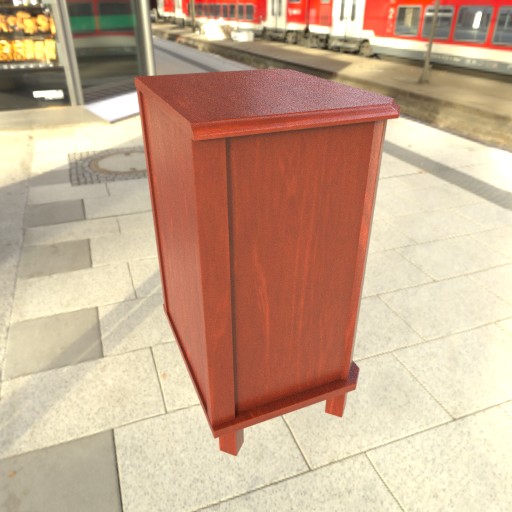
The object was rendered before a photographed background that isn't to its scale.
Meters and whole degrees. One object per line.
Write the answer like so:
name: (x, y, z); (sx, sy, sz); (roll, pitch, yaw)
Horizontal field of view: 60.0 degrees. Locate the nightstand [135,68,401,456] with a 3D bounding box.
nightstand: (0.000, 0.000, 0.944); (0.351, 0.681, 0.435); (-12, 32, -20)
